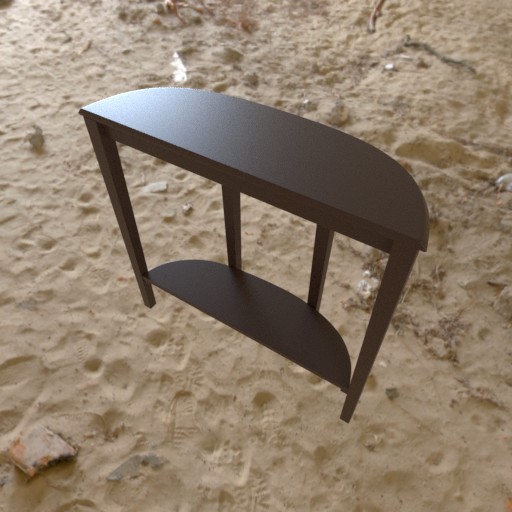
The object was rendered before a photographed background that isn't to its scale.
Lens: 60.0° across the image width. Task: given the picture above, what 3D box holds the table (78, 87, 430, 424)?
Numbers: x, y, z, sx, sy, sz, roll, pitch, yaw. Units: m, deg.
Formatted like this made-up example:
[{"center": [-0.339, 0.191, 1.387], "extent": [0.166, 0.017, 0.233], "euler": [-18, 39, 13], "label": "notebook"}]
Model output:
[{"center": [0.000, 0.000, 1.339], "extent": [0.909, 0.831, 0.274], "euler": [25, 52, 22], "label": "table"}]
